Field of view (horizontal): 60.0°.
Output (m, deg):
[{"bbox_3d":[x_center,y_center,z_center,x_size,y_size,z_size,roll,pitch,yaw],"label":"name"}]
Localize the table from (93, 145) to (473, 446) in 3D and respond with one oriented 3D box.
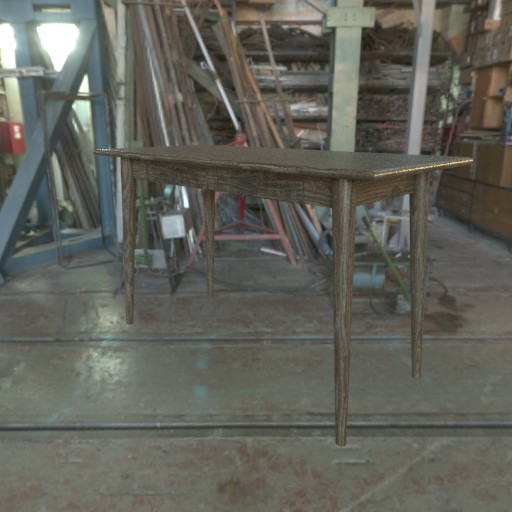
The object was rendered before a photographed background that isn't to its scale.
[{"bbox_3d":[0.000,0.000,1.714,1.300,0.780,0.599,15,22,42],"label":"table"}]
